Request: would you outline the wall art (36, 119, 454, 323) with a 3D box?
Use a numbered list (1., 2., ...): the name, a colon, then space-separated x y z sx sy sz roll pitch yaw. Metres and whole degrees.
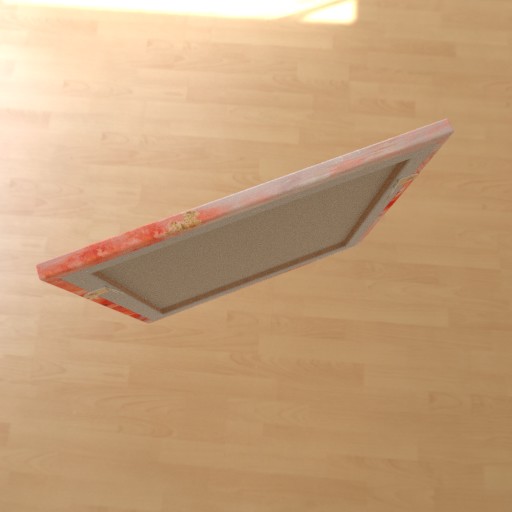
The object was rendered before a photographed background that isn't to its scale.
1. wall art: 0.000 0.000 1.300 0.878 0.878 0.066 -20 77 -5
